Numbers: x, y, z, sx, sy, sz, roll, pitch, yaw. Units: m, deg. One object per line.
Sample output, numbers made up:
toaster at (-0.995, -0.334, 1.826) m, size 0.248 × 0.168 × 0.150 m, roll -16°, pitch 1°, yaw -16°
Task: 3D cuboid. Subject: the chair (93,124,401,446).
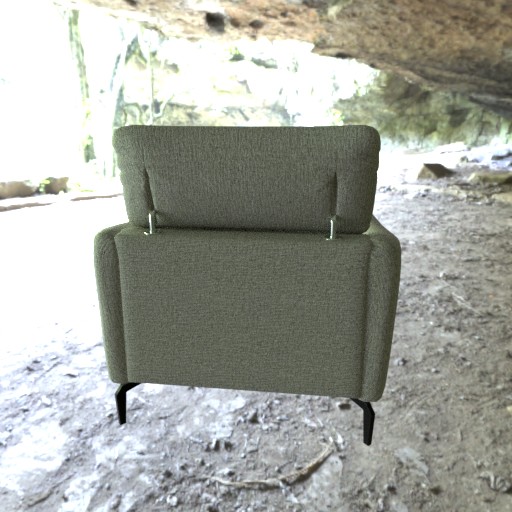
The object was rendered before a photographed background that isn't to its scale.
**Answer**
chair at (0.000, 0.000, 1.689) m, size 0.972 × 0.967 × 0.835 m, roll 2°, pitch 17°, yaw 7°
